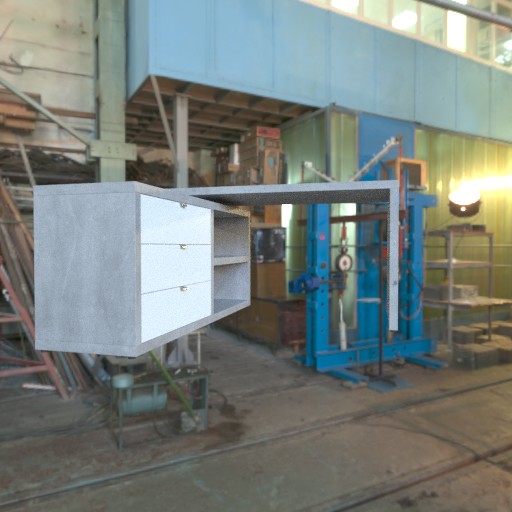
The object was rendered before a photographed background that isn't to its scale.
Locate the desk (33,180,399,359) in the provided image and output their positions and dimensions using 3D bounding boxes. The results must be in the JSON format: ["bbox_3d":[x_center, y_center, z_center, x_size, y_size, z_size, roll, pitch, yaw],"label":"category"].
[{"bbox_3d":[0.000,0.000,2.284,1.400,0.740,1.500,0,1,16],"label":"desk"}]
